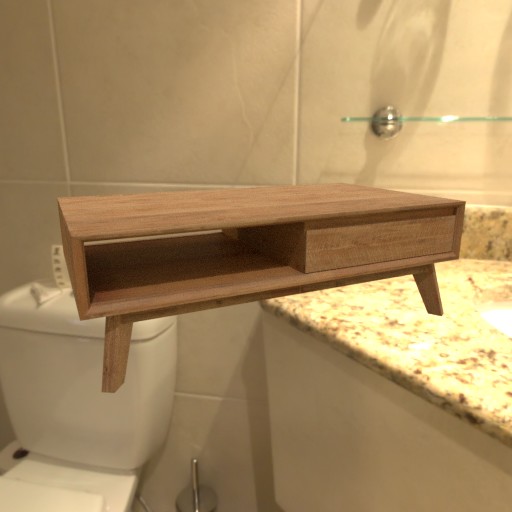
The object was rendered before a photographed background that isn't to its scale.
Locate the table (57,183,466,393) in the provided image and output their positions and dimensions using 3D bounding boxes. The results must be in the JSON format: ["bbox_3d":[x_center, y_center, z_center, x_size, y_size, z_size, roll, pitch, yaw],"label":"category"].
[{"bbox_3d":[0.000,0.000,2.077,1.619,0.531,0.918,-7,17,-25],"label":"table"}]
